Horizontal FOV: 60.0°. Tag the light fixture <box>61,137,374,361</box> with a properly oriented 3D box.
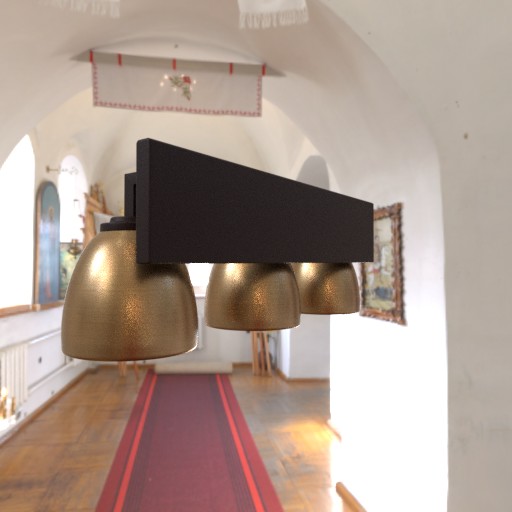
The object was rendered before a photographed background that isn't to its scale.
[{"bbox_3d":[0.000,0.000,0.656,0.157,0.204,0.582,-1,-1,36],"label":"light fixture"}]
